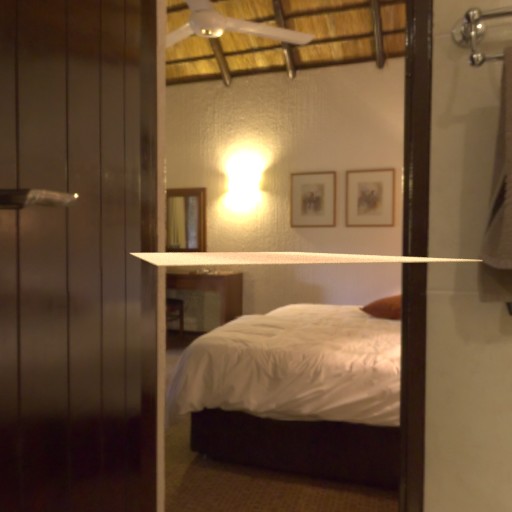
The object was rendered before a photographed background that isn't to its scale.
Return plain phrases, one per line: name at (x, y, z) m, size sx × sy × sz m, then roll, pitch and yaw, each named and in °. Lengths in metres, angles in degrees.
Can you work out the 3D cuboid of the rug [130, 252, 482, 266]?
rug at (0.000, 0.000, 2.389) m, size 1.234 × 0.006 × 1.850 m, roll -1°, pitch 2°, yaw -18°
